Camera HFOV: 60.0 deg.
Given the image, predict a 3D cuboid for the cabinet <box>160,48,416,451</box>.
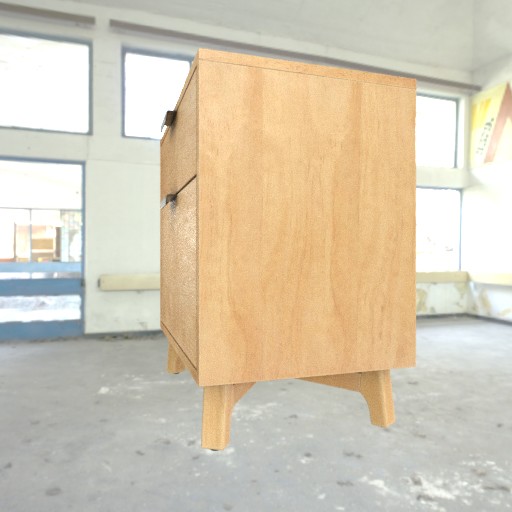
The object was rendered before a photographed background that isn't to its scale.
[{"bbox_3d":[0.000,0.000,0.952,0.394,0.599,0.551,0,0,-18],"label":"cabinet"}]
